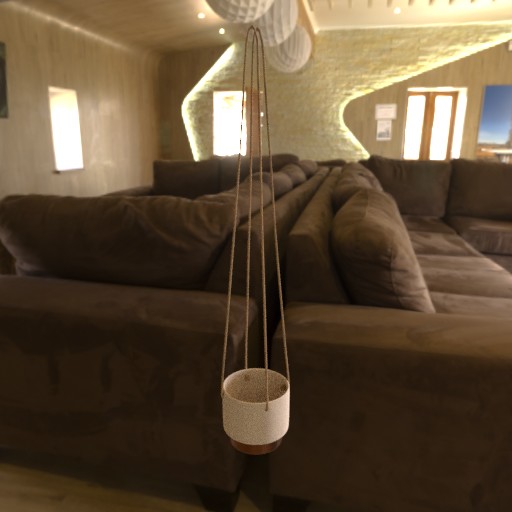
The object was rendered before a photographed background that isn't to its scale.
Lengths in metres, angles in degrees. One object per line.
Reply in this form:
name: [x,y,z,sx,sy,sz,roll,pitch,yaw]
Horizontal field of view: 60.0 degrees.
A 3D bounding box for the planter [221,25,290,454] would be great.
planter: [0.000,0.000,0.891,0.146,0.841,0.146,7,16,27]
